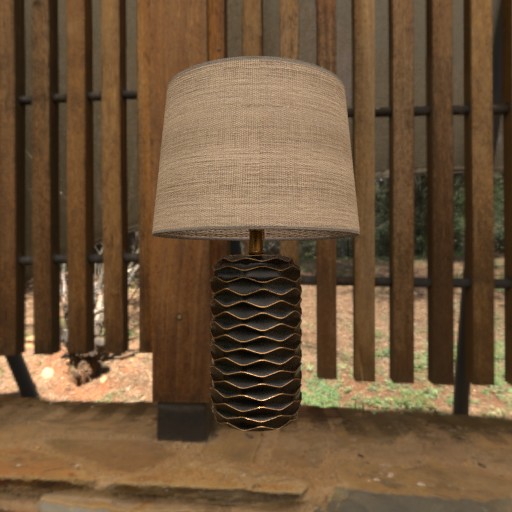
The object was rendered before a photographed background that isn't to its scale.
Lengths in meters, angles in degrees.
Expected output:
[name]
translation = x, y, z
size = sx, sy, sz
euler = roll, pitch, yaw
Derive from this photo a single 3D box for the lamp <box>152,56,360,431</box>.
[lamp]
translation = 0.000, 0.000, 0.821
size = 0.376, 0.594, 0.376
euler = 0, -1, 0
